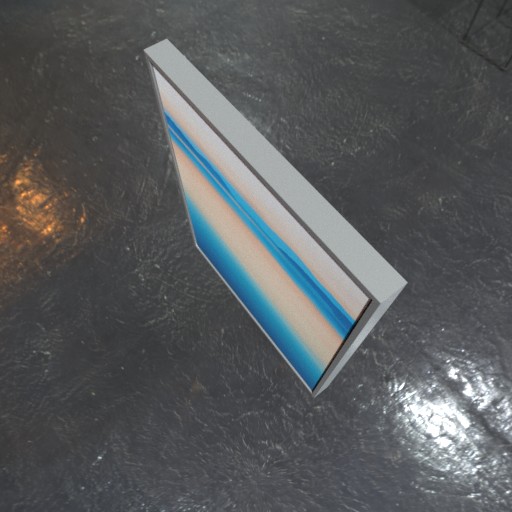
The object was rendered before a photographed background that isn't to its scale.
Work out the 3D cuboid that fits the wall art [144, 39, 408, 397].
[{"bbox_3d":[0.000,0.000,0.765,0.037,0.554,0.453,-34,68,-16],"label":"wall art"}]
